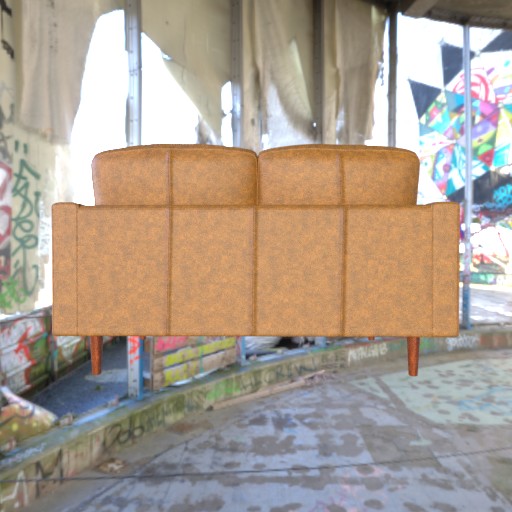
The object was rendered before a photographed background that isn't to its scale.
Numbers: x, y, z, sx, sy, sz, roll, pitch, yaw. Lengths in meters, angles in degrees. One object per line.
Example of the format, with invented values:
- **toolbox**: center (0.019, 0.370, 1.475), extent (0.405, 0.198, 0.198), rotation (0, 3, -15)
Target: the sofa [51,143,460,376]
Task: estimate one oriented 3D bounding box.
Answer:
- **sofa**: center (0.000, 0.000, 2.160), extent (1.578, 0.951, 0.909), rotation (0, 1, 1)
